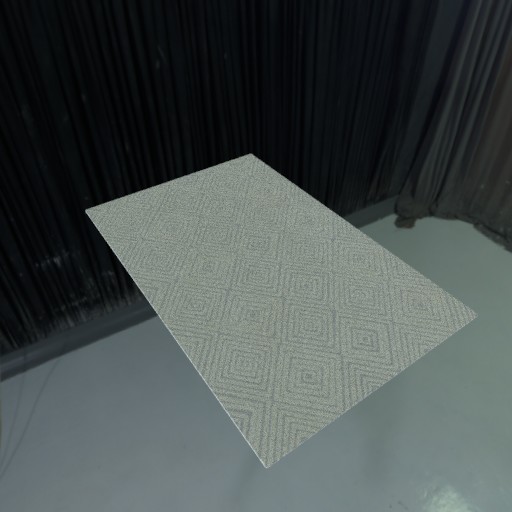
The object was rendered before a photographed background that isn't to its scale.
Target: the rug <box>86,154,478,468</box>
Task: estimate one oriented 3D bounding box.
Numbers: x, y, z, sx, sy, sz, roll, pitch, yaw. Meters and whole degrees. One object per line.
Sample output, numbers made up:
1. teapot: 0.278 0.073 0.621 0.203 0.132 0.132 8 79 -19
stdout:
1. rug: 0.000 0.000 2.227 1.143 0.008 1.753 -25 47 -25
